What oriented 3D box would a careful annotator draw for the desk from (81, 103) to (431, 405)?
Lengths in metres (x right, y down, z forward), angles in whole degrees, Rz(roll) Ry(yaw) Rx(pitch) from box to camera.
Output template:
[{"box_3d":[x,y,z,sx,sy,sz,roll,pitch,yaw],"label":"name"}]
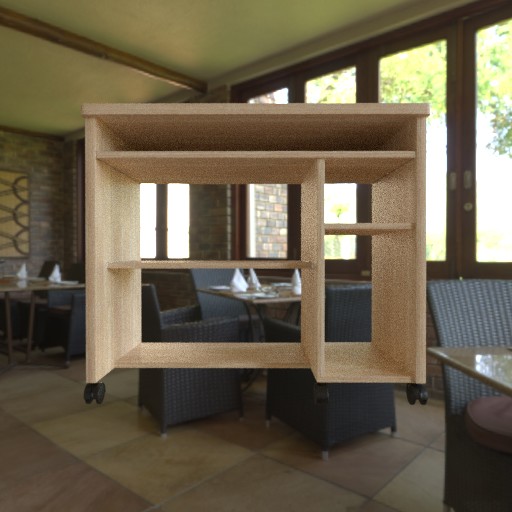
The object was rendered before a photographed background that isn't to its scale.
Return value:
[{"box_3d":[0.000,0.000,1.354,0.884,0.770,0.480,0,1,0],"label":"desk"}]
